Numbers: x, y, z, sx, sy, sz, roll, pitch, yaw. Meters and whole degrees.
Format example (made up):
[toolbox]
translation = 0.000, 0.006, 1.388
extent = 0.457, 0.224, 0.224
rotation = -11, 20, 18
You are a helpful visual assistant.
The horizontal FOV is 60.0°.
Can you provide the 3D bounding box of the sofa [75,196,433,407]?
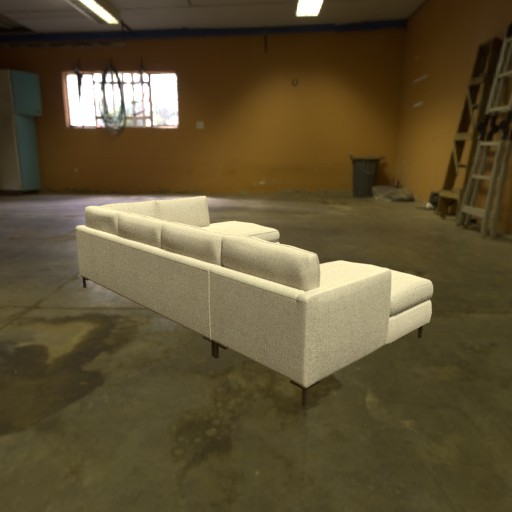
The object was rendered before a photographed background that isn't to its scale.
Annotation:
[sofa]
translation = 0.000, 0.000, 3.617
extent = 1.879, 0.756, 2.737
rotation = -12, 18, -42
